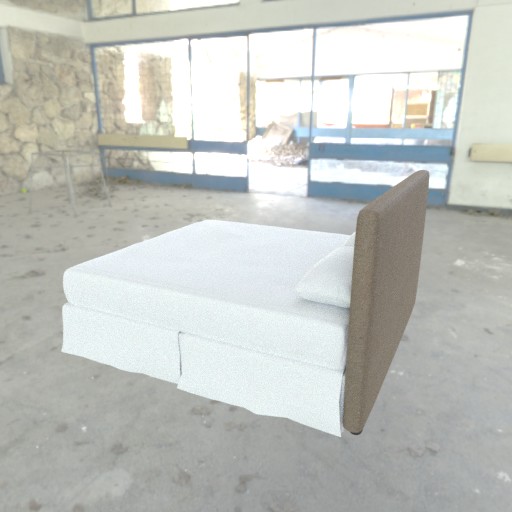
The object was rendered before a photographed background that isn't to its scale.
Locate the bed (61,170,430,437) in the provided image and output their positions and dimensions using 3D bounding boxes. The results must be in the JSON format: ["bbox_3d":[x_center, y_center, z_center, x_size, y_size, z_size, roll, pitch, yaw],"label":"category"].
[{"bbox_3d":[0.000,0.000,3.601,2.341,1.317,2.119,8,19,26],"label":"bed"}]
